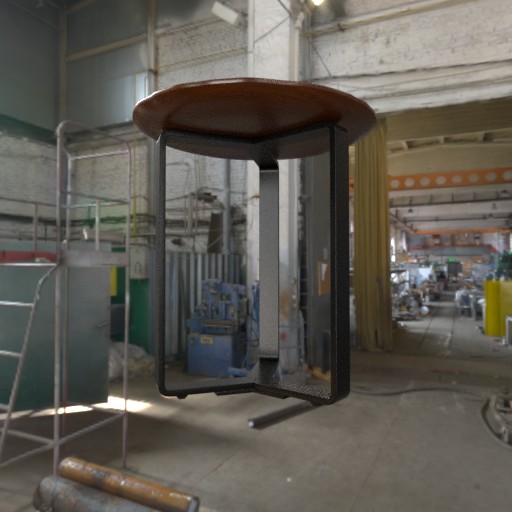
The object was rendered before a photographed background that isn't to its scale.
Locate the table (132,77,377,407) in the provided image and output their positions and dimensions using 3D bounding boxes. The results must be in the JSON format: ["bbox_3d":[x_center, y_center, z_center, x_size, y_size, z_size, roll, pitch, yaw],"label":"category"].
[{"bbox_3d":[0.000,0.000,0.757,0.410,0.450,0.380,1,-1,-20],"label":"table"}]
